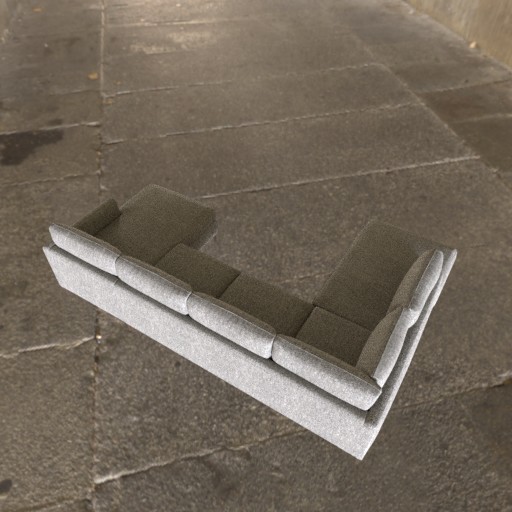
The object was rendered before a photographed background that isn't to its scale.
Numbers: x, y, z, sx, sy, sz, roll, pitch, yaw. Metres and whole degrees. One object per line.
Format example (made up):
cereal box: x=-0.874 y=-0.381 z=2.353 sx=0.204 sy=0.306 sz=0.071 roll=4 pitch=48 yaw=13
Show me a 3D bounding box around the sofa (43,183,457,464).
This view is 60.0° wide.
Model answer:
sofa: x=0.000 y=0.000 z=3.556 sx=2.737 sy=0.756 sz=1.879 roll=24 pitch=50 yaw=22
